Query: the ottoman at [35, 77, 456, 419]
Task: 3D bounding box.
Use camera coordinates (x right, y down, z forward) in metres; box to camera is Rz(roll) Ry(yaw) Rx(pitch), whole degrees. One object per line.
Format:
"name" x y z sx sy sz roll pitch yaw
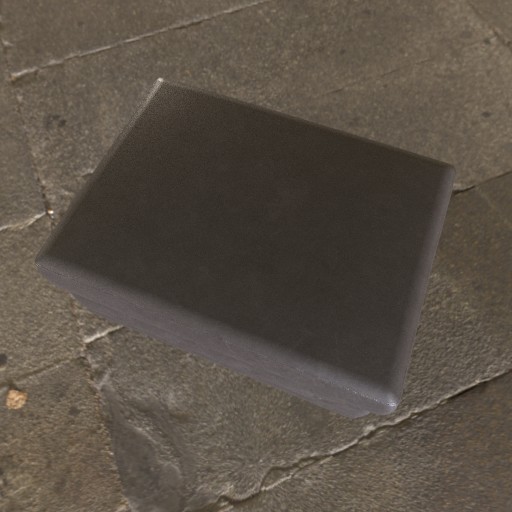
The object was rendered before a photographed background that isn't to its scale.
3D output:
"ottoman" 0.000 0.000 1.168 0.795 0.498 0.590 20 66 9
